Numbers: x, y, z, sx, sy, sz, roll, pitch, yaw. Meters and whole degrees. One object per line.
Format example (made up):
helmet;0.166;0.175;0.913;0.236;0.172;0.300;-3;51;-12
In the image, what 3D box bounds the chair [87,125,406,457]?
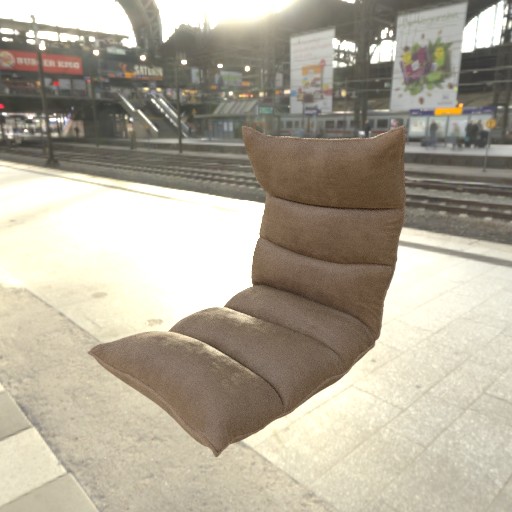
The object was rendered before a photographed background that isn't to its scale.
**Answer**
chair;0.000;0.000;1.577;0.714;0.892;0.985;15;22;42
